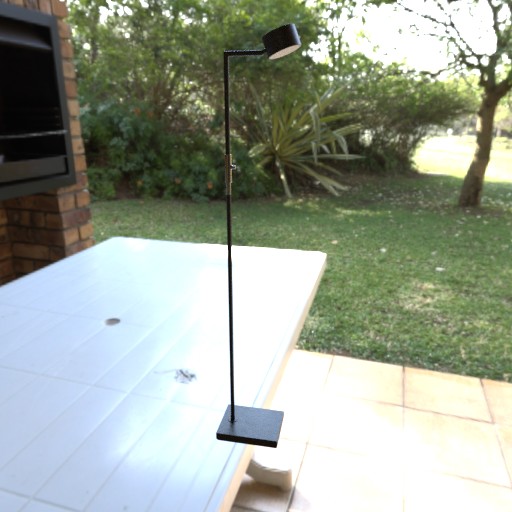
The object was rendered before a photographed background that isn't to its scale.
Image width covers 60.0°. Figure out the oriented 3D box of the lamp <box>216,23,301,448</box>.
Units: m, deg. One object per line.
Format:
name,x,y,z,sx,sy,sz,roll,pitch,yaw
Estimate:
lamp,0.000,0.000,1.710,0.304,1.600,0.203,3,18,11
